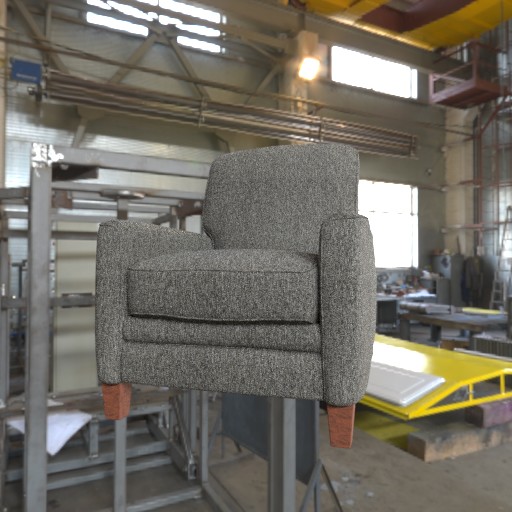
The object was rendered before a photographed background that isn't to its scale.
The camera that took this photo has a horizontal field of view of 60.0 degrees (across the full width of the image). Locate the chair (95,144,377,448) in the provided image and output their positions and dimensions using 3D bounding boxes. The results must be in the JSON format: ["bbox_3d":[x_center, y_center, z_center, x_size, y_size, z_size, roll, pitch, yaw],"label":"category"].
[{"bbox_3d":[0.000,0.000,1.621,0.848,1.014,0.864,0,-1,17],"label":"chair"}]
